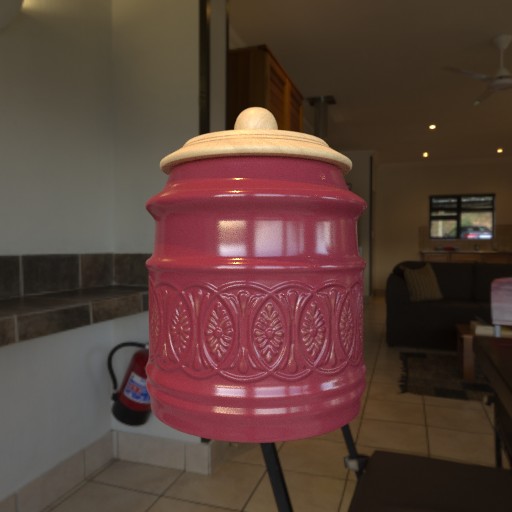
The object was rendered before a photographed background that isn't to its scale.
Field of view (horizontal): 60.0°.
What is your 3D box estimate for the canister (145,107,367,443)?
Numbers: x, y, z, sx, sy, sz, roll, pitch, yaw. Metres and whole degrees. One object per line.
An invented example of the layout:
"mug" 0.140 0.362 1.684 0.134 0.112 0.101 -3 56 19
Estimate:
"canister" 0.000 0.000 0.267 0.130 0.176 0.130 0 1 0
